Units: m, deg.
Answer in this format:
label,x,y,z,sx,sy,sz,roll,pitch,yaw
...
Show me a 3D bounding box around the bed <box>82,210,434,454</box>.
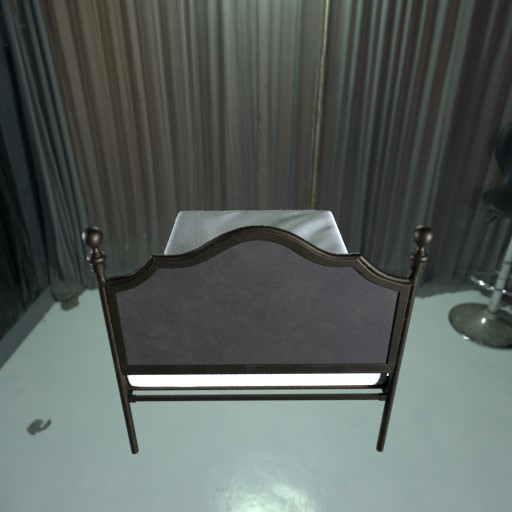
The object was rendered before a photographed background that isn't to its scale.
label,x,y,z,sx,sy,sz,roll,pitch,yaw
bed,0.000,0.000,3.181,1.533,1.462,2.170,0,29,0
